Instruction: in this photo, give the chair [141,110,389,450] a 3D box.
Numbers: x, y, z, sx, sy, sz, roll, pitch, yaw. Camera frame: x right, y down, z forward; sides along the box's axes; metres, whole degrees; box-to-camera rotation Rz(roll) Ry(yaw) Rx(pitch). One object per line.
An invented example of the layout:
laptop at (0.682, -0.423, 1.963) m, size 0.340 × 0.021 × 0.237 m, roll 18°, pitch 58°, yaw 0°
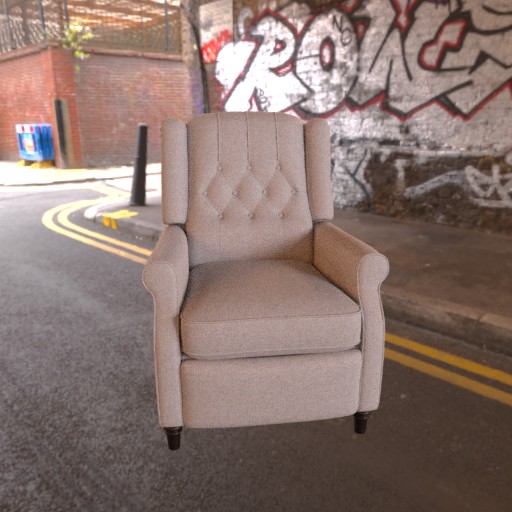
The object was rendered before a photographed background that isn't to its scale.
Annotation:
chair at (0.000, 0.000, 1.626) m, size 0.742 × 1.035 × 0.902 m, roll -2°, pitch 16°, yaw -7°
